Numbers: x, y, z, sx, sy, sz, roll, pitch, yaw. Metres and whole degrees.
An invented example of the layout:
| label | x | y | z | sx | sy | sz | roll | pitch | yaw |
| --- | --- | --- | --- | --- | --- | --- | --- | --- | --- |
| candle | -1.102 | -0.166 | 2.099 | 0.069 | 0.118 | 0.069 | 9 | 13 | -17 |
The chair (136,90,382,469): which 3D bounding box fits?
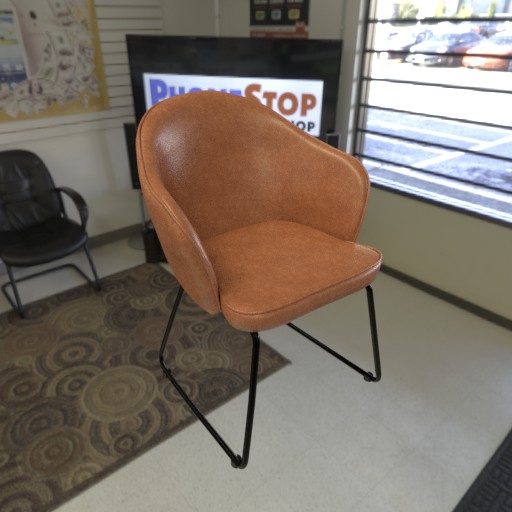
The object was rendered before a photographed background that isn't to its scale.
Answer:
| label | x | y | z | sx | sy | sz | roll | pitch | yaw |
| --- | --- | --- | --- | --- | --- | --- | --- | --- | --- |
| chair | 0.000 | 0.000 | 1.203 | 0.582 | 0.785 | 0.580 | -20 | 34 | -32 |
